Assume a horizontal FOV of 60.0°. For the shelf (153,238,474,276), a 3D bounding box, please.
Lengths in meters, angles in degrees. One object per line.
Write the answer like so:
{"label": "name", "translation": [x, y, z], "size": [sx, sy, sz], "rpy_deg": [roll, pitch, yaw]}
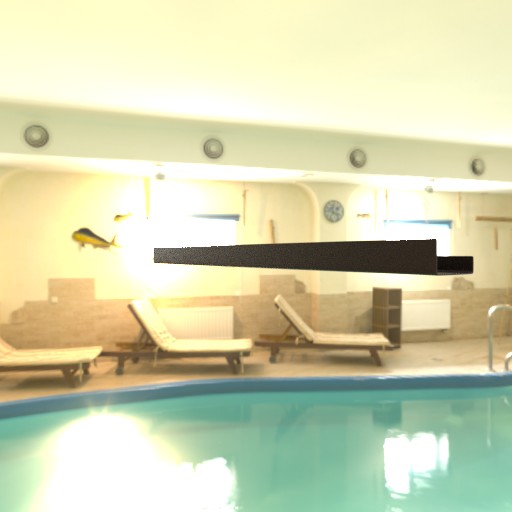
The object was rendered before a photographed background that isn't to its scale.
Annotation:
{"label": "shelf", "translation": [0.000, 0.000, 0.973], "size": [0.092, 0.049, 0.924], "rpy_deg": [0, 0, -36]}
